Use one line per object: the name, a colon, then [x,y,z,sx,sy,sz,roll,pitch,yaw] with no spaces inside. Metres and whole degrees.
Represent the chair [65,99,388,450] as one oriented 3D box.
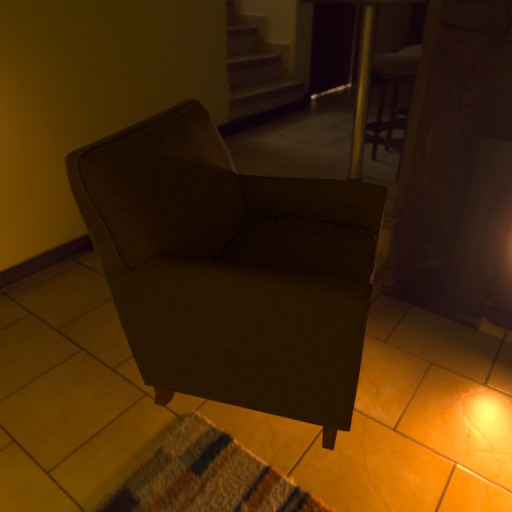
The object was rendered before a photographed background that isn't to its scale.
chair: [0.000,0.000,1.588,0.831,0.911,0.836,9,32,15]
